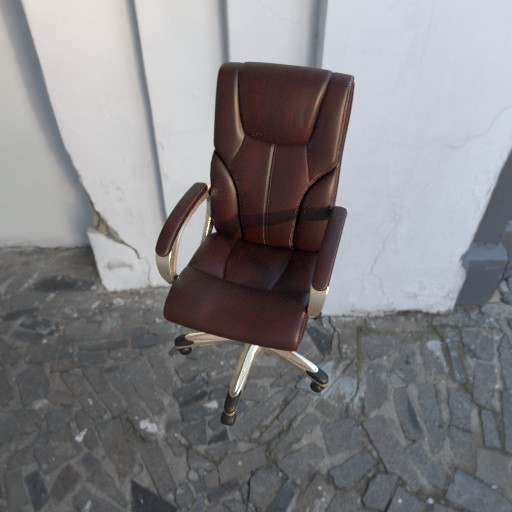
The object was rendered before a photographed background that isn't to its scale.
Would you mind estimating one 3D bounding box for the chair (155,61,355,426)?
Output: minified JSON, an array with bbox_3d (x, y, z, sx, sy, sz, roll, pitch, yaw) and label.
[{"bbox_3d":[0.000,0.000,1.579,0.662,1.107,0.739,12,42,13],"label":"chair"}]
